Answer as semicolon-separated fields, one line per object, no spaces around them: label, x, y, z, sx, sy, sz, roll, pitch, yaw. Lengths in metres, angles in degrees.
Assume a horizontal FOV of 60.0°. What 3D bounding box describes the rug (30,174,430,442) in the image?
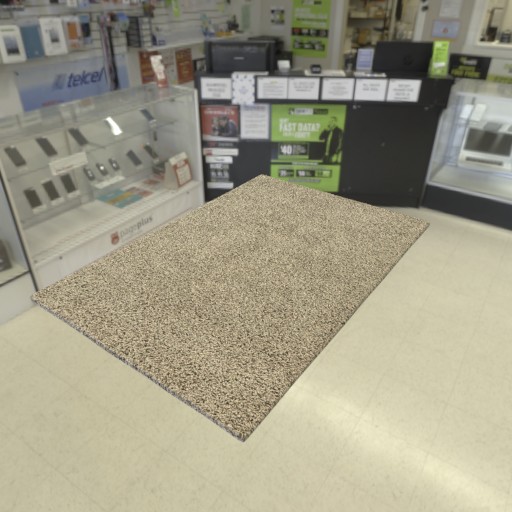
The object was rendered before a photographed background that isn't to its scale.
rug;0.000;0.000;2.286;1.219;0.030;1.778;22;38;30
